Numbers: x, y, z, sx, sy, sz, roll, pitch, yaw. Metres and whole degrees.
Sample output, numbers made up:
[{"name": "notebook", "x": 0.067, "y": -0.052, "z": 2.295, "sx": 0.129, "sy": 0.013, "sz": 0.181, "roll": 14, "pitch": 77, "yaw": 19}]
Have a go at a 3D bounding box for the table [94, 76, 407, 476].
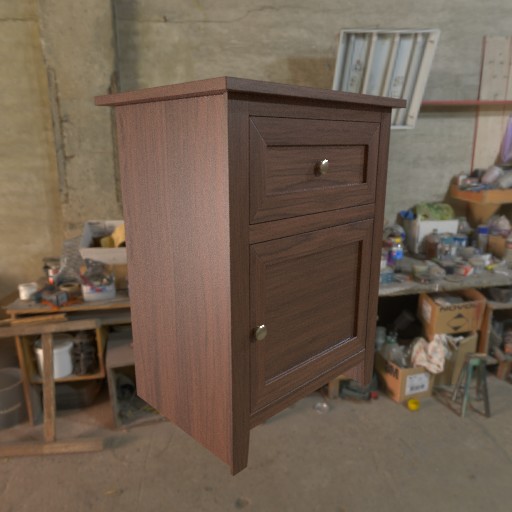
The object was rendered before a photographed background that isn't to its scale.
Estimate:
[{"name": "table", "x": 0.000, "y": 0.000, "z": 0.944, "sx": 0.480, "sy": 0.636, "sz": 0.381, "roll": -14, "pitch": 20, "yaw": -43}]
